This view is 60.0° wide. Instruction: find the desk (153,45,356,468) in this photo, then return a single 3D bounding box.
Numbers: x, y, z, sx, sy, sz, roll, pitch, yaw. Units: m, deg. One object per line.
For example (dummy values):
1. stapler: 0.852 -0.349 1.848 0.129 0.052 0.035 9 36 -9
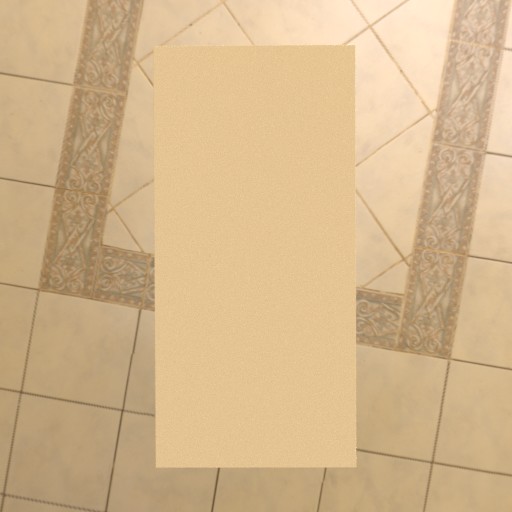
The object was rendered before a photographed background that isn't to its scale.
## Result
1. desk: 0.000 0.000 1.499 0.509 0.780 1.059 0 91 0
